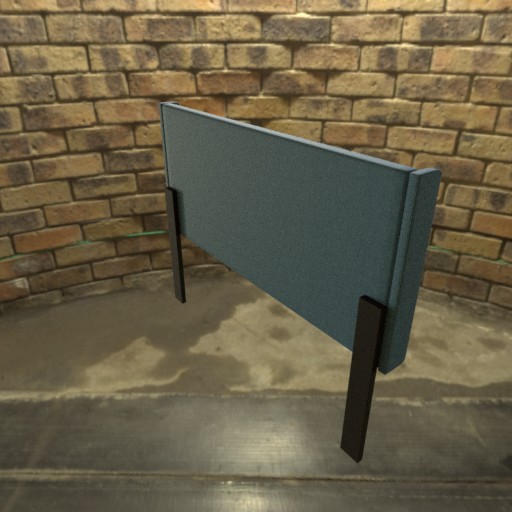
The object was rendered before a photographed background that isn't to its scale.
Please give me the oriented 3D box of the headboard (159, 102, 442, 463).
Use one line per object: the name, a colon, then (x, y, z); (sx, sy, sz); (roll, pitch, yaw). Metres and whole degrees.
headboard: (0.000, 0.000, 2.658); (0.184, 1.524, 2.051); (-19, 33, -32)
